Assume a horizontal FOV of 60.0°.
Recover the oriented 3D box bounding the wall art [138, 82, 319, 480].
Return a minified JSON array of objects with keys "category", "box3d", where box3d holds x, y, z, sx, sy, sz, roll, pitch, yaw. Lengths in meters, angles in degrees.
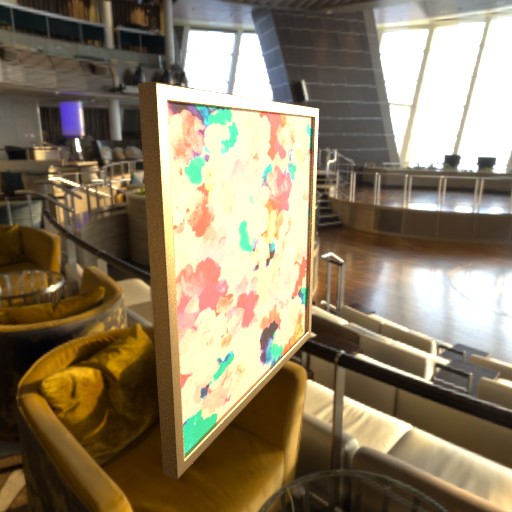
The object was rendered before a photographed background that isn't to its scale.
[{"category":"wall art","box3d":[0.000,0.000,1.146,0.036,0.765,0.767,8,17,27]}]
